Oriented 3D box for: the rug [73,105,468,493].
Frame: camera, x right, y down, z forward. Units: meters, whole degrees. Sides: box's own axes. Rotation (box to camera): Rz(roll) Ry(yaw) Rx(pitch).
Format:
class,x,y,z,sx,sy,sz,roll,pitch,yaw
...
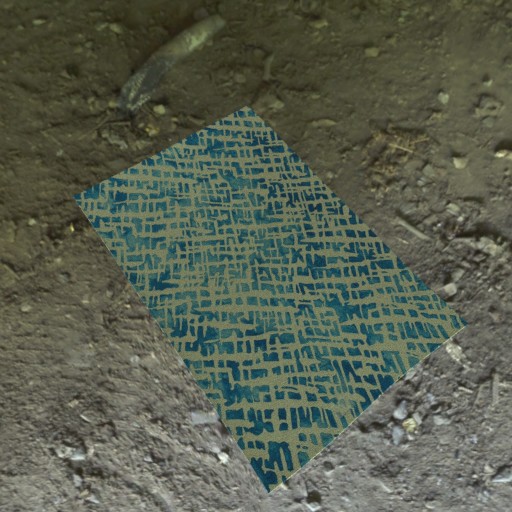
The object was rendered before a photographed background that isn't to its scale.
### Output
class,x,y,z,sx,sy,sz,roll,pitch,yaw
rug,0.000,0.000,2.307,1.209,0.011,1.830,-33,66,-16
